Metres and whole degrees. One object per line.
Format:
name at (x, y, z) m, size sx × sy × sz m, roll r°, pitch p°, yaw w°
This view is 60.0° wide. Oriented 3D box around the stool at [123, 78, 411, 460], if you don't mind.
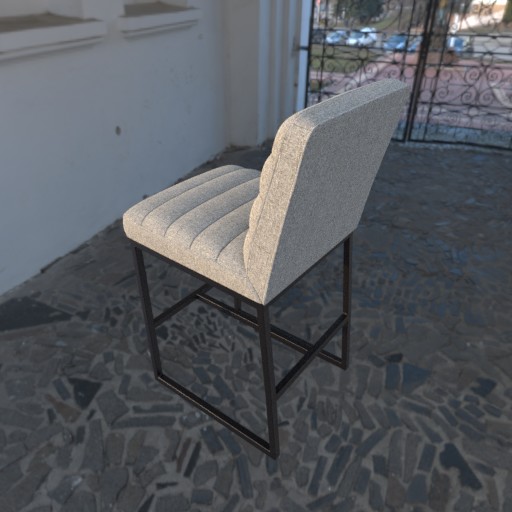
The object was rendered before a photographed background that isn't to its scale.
stool at (0.000, 0.000, 1.240) m, size 0.560 × 0.940 × 0.460 m, roll 22°, pitch 38°, yaw 31°
